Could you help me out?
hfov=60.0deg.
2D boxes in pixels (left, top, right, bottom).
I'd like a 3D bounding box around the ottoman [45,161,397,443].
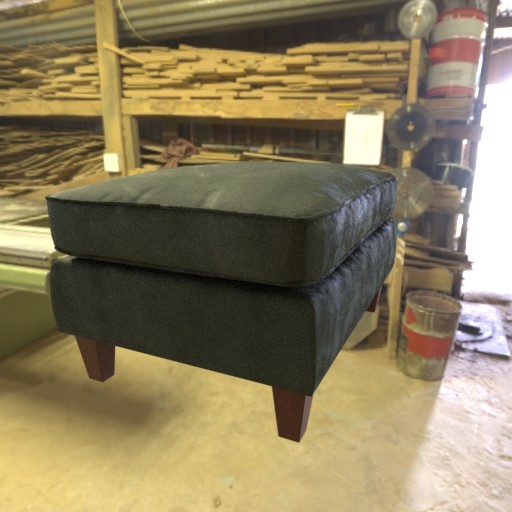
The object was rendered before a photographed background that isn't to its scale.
[{"bbox_3d":[0.000,0.000,1.222,0.632,0.495,0.864,7,17,25],"label":"ottoman"}]
